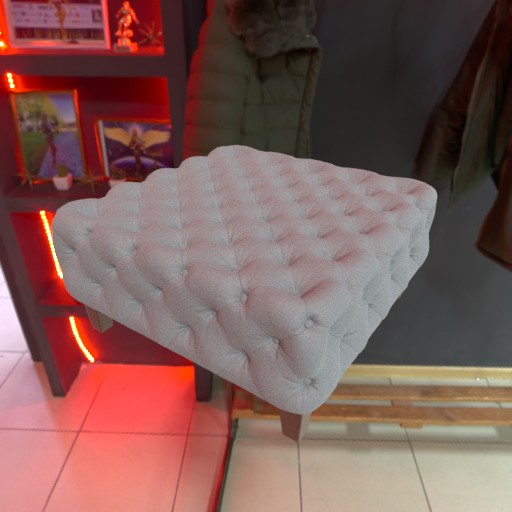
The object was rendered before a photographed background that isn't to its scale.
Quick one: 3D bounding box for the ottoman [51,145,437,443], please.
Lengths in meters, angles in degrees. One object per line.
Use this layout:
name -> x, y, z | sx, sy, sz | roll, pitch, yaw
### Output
ottoman -> 0.000, 0.000, 1.456 | 0.911, 0.439, 0.917 | 19, 35, 29
